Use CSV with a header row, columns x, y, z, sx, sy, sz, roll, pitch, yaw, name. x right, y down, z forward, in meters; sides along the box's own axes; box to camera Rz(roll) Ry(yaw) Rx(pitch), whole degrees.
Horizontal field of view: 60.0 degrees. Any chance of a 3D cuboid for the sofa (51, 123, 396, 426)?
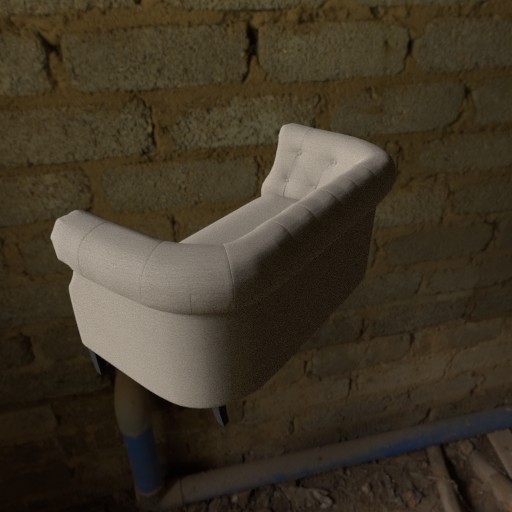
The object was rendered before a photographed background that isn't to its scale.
x,y,z,sx,sy,sz,roll,pitch,yaw,name
0.000,0.000,2.047,0.835,0.827,1.558,22,38,31,sofa
